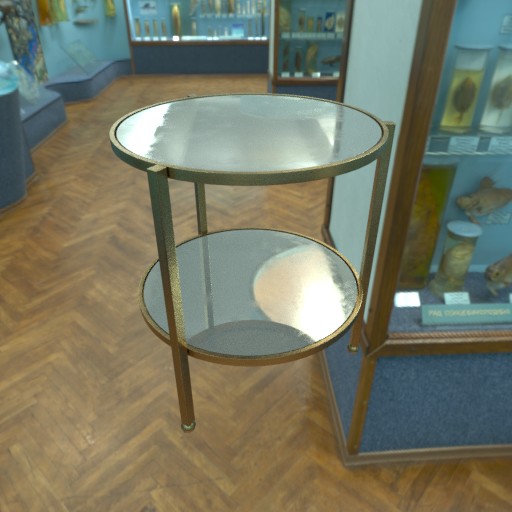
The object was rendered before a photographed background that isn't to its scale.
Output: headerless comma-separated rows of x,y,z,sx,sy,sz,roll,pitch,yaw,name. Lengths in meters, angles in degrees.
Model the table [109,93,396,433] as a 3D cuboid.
0.000,0.000,0.451,0.243,0.269,0.231,0,32,0,table
